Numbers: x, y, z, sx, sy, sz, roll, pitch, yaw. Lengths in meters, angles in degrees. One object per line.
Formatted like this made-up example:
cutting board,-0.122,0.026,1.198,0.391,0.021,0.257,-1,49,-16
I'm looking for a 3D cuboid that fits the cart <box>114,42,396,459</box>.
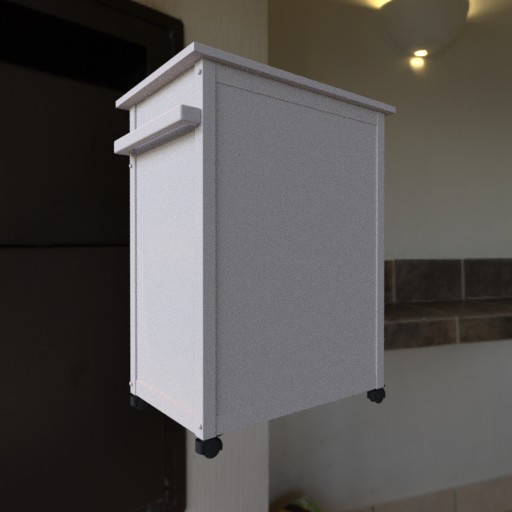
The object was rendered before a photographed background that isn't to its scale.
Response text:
cart,0.000,0.000,1.260,0.683,0.864,0.442,0,1,-37
